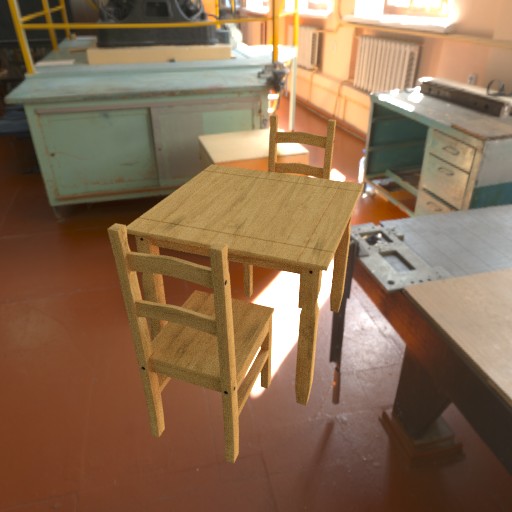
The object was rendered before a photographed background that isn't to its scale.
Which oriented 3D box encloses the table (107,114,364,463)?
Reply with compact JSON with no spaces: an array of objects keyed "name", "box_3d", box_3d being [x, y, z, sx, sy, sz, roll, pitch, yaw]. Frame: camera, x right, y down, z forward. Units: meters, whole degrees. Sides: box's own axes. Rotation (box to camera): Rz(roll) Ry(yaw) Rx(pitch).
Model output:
[{"name":"table","box_3d":[0.000,0.000,2.073,0.813,0.942,1.501,11,32,17]}]
